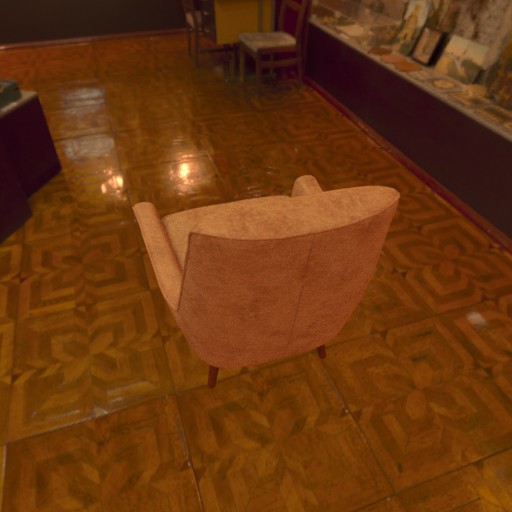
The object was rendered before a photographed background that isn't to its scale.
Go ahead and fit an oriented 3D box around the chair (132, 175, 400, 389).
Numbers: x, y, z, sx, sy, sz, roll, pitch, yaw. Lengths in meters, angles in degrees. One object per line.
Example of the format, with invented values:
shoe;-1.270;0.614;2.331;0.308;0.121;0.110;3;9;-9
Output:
chair;0.000;0.000;1.516;0.753;0.883;0.851;-11;42;-13
